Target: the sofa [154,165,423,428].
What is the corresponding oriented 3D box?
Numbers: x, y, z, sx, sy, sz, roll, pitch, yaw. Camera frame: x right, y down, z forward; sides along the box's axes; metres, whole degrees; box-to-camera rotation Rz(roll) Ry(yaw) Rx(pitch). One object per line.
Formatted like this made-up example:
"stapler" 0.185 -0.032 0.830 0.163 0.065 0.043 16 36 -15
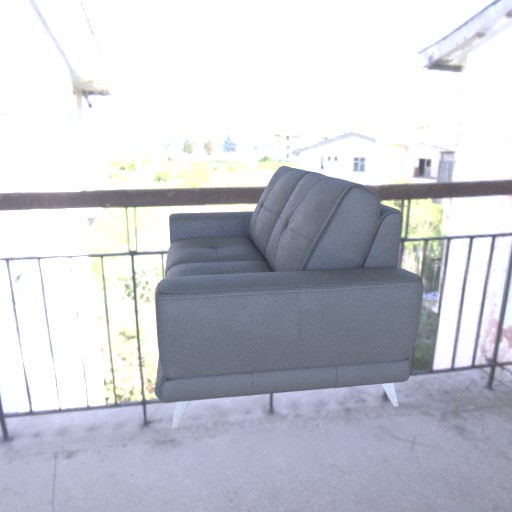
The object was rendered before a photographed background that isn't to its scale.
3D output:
"sofa" 0.000 0.000 2.432 1.018 0.907 1.806 -2 15 -9
